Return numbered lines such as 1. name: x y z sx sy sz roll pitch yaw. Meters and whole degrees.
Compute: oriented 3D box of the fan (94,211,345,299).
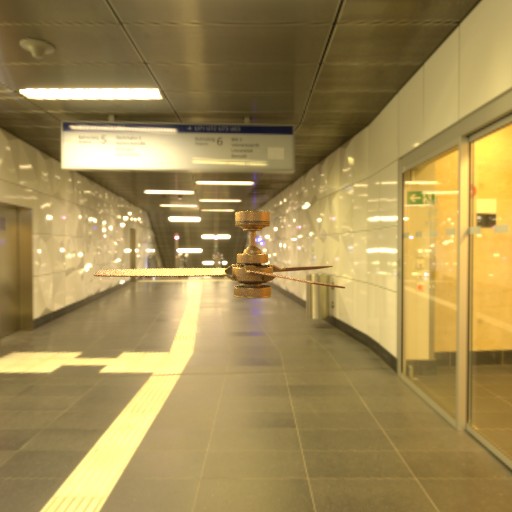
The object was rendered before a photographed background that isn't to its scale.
1. fan: 0.000 0.000 2.042 1.416 0.425 1.271 0 1 -19
